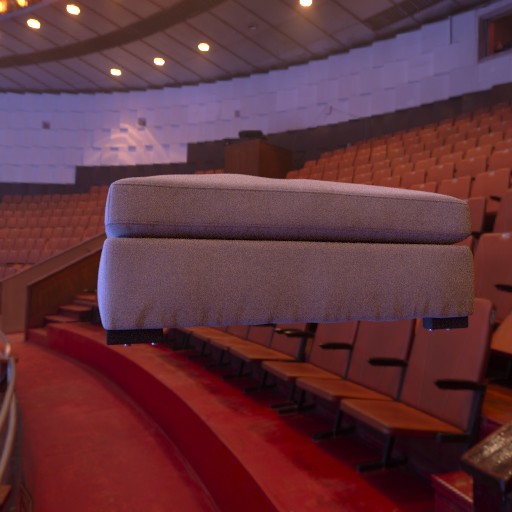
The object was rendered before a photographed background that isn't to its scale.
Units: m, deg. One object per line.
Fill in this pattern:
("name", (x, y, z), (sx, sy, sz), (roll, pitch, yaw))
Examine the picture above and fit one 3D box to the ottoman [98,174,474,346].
("ottoman", (0.000, 0.000, 1.830), (1.203, 0.517, 1.171), (1, -2, -18))
